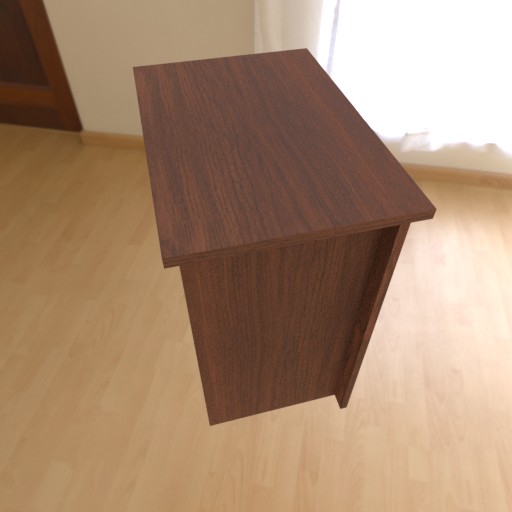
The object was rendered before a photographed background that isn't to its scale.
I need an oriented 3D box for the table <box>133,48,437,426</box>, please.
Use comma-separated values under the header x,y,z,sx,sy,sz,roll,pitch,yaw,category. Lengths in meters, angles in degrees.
x,y,z,sx,sy,sz,roll,pitch,yaw,category
0.000,0.000,1.072,0.406,0.711,0.589,-11,48,-10,table
